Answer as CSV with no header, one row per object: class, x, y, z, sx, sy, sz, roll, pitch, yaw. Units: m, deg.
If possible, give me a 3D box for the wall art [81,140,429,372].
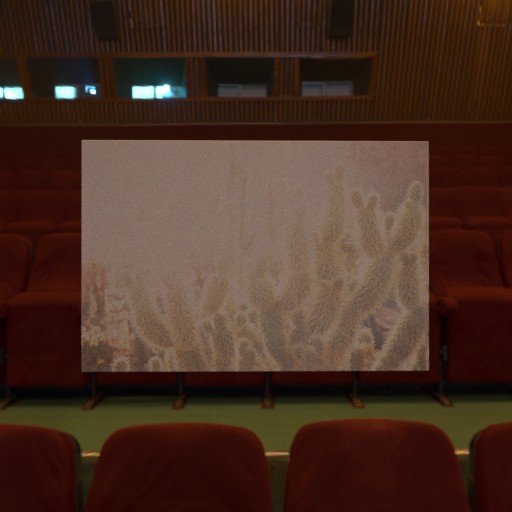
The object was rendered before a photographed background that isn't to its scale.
wall art,0.000,0.000,1.476,1.142,0.758,0.041,0,0,-1
